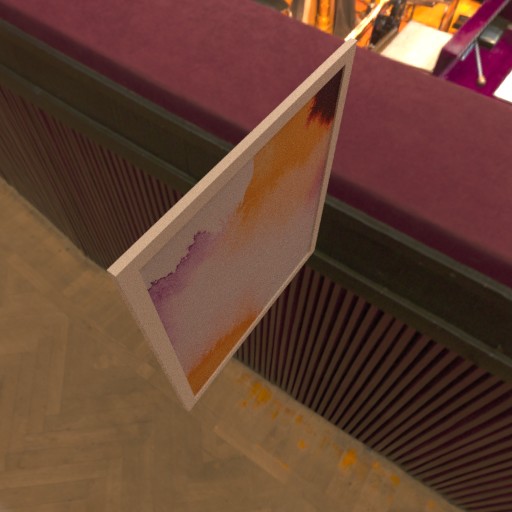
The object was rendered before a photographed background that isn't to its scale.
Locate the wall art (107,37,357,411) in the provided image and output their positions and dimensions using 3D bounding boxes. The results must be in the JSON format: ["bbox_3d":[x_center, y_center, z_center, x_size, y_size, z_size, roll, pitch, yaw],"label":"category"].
[{"bbox_3d":[0.000,0.000,0.771,0.012,0.557,0.482,31,63,18],"label":"wall art"}]
